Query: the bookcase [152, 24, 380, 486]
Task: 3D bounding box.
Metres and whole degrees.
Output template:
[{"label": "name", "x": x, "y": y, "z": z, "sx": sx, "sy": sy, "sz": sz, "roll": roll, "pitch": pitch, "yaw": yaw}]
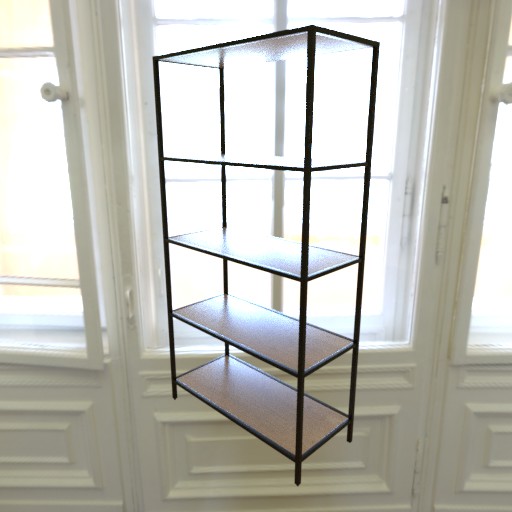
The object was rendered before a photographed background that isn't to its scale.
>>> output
[{"label": "bookcase", "x": 0.000, "y": 0.000, "z": 1.757, "sx": 0.770, "sy": 1.500, "sz": 0.350, "roll": 15, "pitch": 22, "yaw": 43}]
